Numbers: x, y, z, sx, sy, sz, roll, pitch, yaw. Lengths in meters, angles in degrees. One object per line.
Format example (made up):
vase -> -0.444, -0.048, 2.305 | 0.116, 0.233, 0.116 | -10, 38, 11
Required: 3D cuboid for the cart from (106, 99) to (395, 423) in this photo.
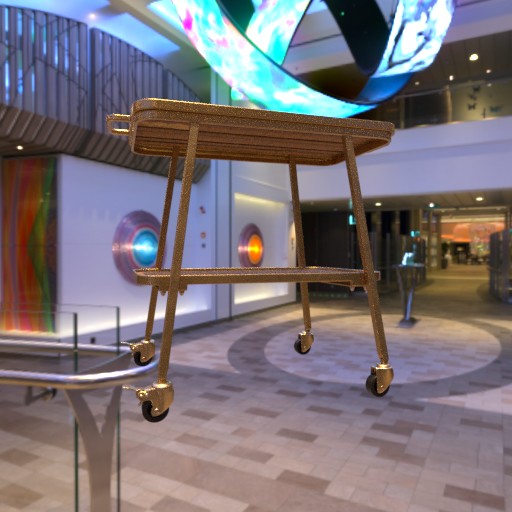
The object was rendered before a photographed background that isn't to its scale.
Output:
cart -> 0.000, 0.000, 1.265 | 0.806, 0.700, 0.524 | 0, 1, -17
